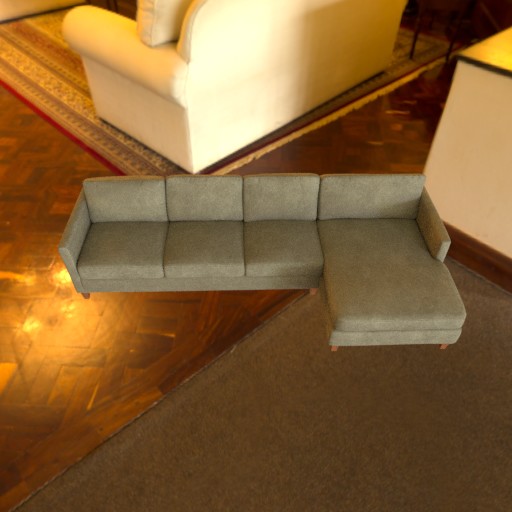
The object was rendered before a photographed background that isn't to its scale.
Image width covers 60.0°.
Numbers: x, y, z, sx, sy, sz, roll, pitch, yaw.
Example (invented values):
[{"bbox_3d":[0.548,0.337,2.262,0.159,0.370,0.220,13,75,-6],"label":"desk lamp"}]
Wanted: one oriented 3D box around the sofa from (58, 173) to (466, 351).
[{"bbox_3d":[0.000,0.000,4.111,3.471,0.950,1.604,-1,45,-1],"label":"sofa"}]
